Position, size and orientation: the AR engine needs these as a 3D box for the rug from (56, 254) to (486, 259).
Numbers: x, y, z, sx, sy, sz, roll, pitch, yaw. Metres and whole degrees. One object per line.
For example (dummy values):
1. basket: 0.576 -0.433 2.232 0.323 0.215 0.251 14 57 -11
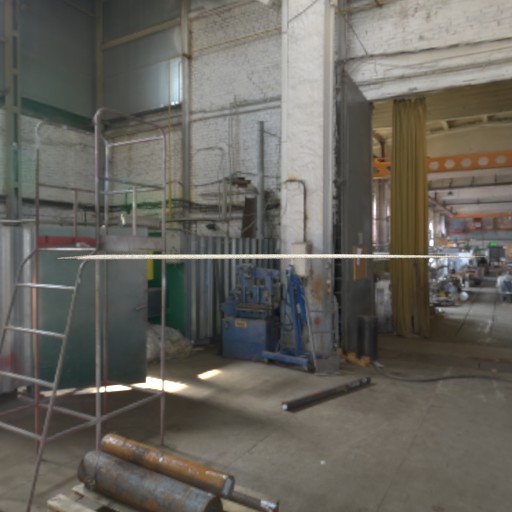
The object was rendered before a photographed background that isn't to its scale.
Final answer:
1. rug: 0.000 0.000 4.383 3.327 0.010 2.464 0 1 -16
